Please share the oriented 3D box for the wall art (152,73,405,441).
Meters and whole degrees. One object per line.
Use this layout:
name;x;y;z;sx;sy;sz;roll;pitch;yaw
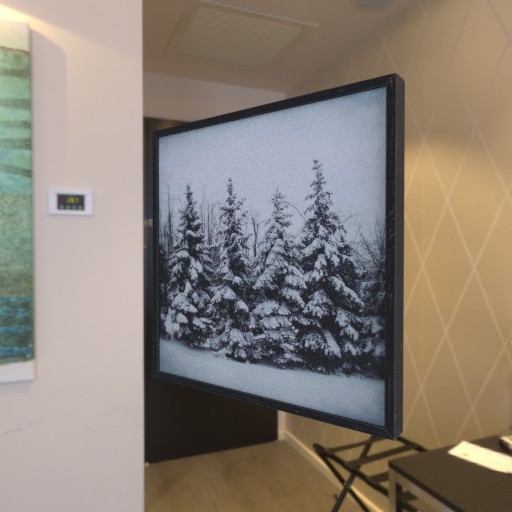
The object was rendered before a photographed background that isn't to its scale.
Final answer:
wall art;0.000;0.000;0.775;0.506;0.506;0.036;1;1;37
